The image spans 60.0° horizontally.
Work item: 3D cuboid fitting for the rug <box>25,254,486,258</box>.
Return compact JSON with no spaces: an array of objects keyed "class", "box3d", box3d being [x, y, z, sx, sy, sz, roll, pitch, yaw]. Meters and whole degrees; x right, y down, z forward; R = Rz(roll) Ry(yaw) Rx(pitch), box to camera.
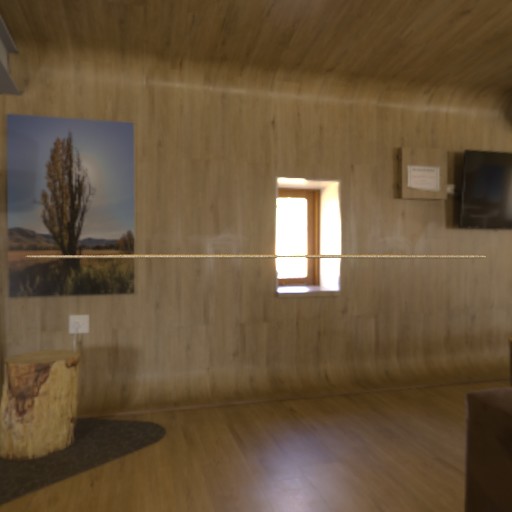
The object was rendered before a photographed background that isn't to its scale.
[{"class":"rug","box3d":[0.000,0.000,5.166,3.935,0.025,2.782,0,0,1]}]
